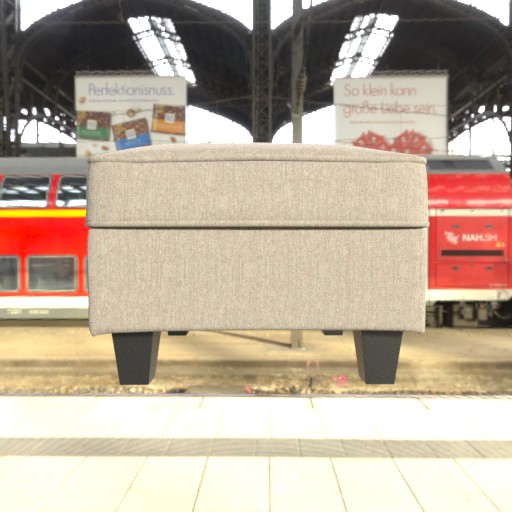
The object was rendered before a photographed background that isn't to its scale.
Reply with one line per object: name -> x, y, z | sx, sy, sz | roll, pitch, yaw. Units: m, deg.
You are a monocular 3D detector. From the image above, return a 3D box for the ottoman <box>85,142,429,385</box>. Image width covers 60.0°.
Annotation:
ottoman -> 0.000, 0.000, 1.415 | 0.808, 0.612, 0.871 | 0, 1, -1
